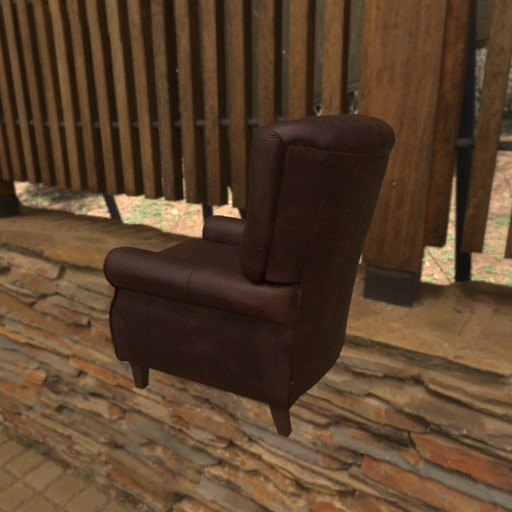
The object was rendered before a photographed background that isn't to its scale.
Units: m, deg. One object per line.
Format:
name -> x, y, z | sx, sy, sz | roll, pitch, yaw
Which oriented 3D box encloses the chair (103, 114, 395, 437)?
chair -> 0.000, 0.000, 1.907 | 1.058, 1.158, 0.948 | 8, 19, 25
